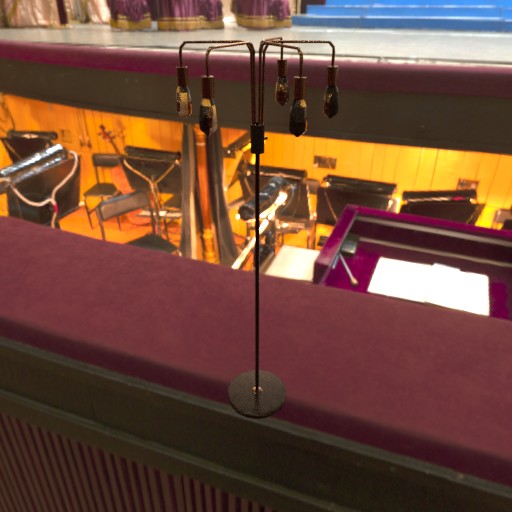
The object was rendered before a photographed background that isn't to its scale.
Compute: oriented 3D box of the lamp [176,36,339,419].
[{"bbox_3d":[0.000,0.000,1.959,0.572,1.721,0.599,10,31,17],"label":"lamp"}]
